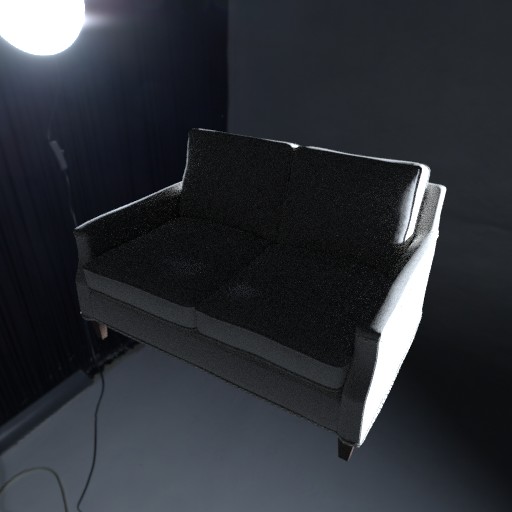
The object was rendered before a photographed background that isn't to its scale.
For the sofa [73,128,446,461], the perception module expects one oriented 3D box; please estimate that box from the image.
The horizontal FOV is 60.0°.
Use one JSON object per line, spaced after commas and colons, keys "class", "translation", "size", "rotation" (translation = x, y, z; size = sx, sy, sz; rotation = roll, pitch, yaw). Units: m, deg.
{"class": "sofa", "translation": [0.000, 0.000, 2.257], "size": [1.597, 1.003, 1.084], "rotation": [17, 33, 28]}
